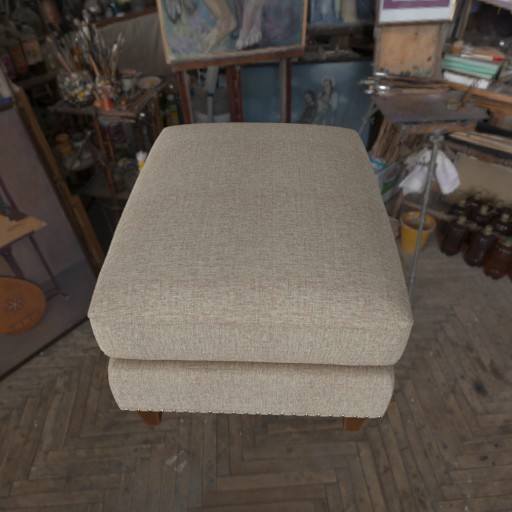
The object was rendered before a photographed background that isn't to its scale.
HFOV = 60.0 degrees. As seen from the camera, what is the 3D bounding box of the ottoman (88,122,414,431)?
[{"bbox_3d":[0.000,0.000,1.143,0.584,0.513,0.741,1,42,1],"label":"ottoman"}]
